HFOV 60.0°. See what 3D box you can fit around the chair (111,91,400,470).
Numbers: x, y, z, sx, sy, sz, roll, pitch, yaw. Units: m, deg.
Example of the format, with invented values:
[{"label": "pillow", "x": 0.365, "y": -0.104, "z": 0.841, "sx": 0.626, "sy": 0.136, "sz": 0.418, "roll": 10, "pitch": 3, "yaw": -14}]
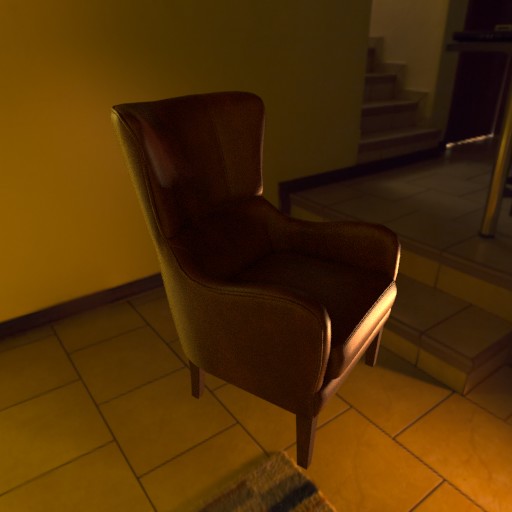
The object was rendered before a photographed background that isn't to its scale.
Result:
[{"label": "chair", "x": 0.000, "y": 0.000, "z": 1.603, "sx": 0.914, "sy": 1.048, "sz": 0.692, "roll": 16, "pitch": 30, "yaw": 30}]
